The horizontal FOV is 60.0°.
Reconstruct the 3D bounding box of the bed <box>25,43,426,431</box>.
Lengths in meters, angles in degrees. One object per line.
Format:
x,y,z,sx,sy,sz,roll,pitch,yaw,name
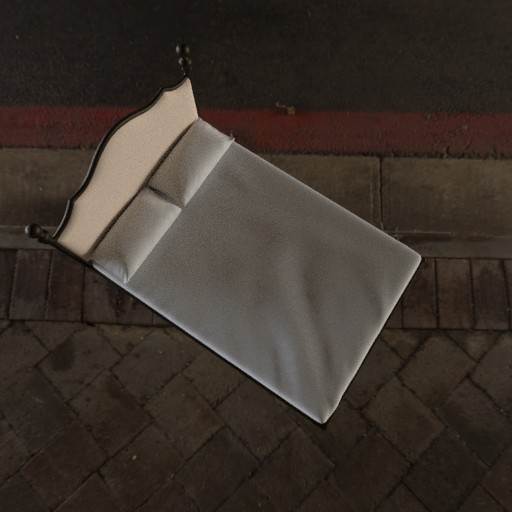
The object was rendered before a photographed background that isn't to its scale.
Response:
0.000,0.000,3.190,2.170,1.462,1.533,33,78,8,bed
